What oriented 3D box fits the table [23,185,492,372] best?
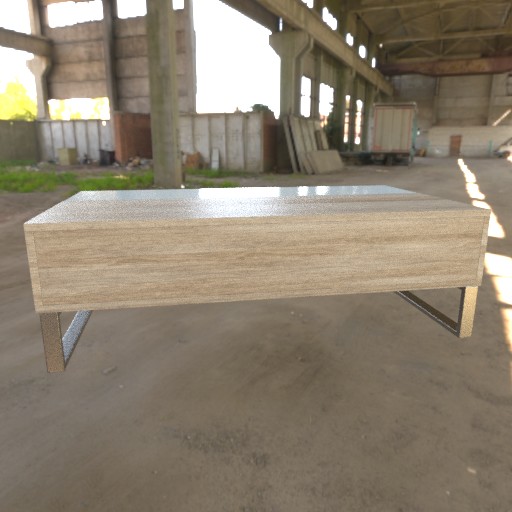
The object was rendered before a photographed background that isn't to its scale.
[{"bbox_3d":[0.000,0.000,1.355,1.100,0.350,0.600,-3,15,-10],"label":"table"}]
